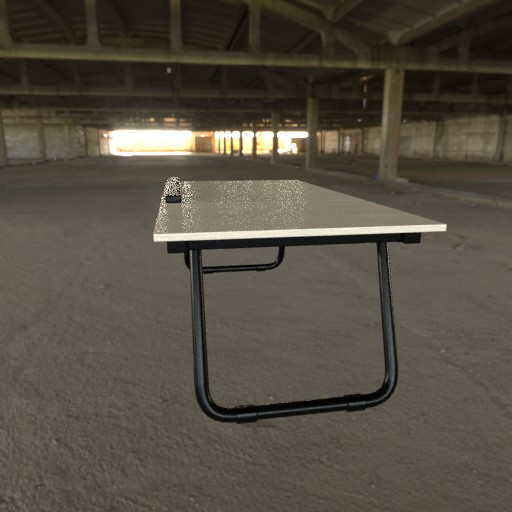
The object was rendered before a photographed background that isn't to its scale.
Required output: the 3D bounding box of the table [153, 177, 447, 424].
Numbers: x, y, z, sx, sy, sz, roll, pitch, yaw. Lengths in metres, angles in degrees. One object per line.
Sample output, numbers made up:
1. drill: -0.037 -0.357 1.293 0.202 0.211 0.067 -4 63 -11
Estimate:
1. table: 0.000 0.000 0.803 0.322 0.242 0.644 -2 14 -10
